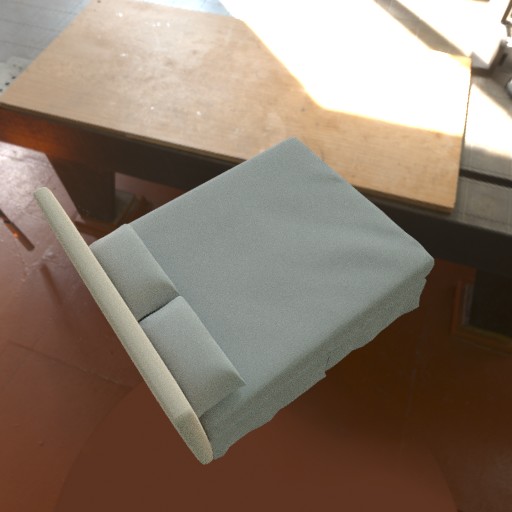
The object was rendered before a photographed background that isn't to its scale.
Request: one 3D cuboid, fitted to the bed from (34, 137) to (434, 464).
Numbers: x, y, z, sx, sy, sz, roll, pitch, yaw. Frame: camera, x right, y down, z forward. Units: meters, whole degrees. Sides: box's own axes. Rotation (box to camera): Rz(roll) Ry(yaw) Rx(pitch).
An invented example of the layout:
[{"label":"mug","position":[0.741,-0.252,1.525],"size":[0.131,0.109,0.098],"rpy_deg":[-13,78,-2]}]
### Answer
[{"label":"bed","position":[0.000,0.000,3.173],"size":[2.142,1.330,1.748],"rpy_deg":[-32,63,-19]}]
